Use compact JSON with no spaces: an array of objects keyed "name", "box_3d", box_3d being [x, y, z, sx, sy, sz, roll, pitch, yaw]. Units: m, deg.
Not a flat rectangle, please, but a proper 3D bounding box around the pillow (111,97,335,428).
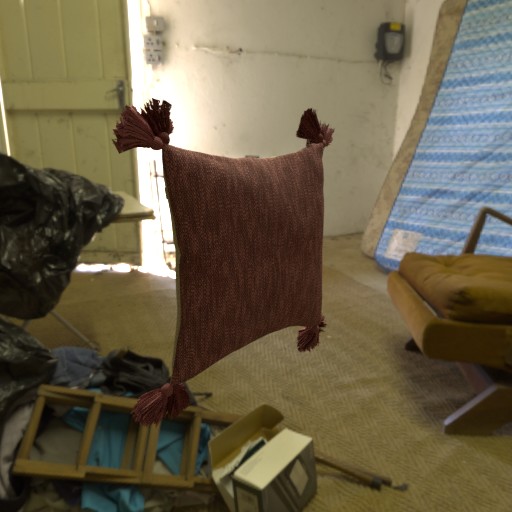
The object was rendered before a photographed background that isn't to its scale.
[{"name":"pillow","box_3d":[0.000,0.000,0.996,0.138,0.659,0.641,14,20,43]}]
